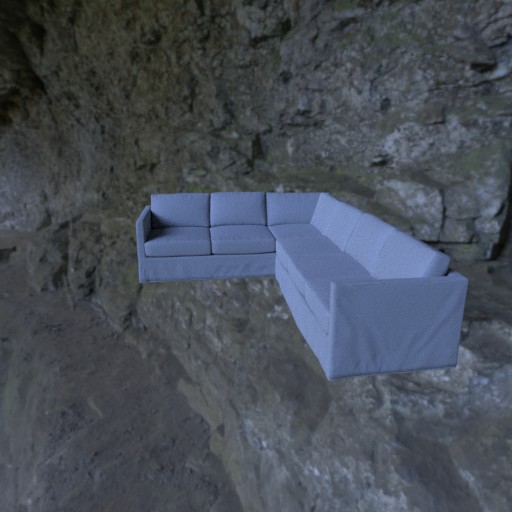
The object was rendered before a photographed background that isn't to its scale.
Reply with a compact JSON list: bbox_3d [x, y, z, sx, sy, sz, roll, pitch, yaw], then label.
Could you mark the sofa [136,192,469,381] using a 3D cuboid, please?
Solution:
[{"bbox_3d":[0.000,0.000,4.334,2.432,0.871,3.182,-2,16,-7],"label":"sofa"}]
